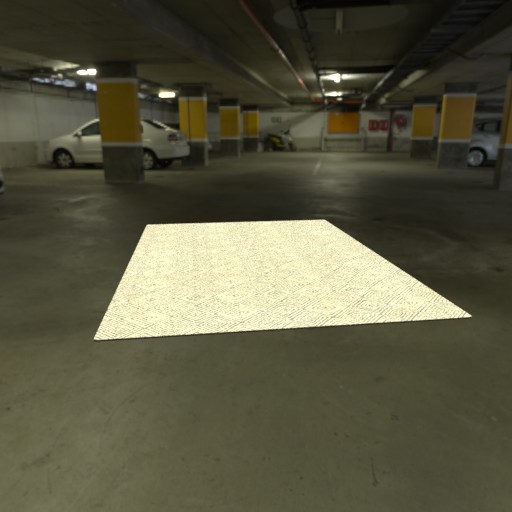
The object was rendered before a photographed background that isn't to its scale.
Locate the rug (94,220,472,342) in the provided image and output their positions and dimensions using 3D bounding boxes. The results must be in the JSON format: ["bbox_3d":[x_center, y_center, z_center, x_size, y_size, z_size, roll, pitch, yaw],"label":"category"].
[{"bbox_3d":[0.000,0.000,2.891,1.593,0.008,2.238,-2,16,-8],"label":"rug"}]
